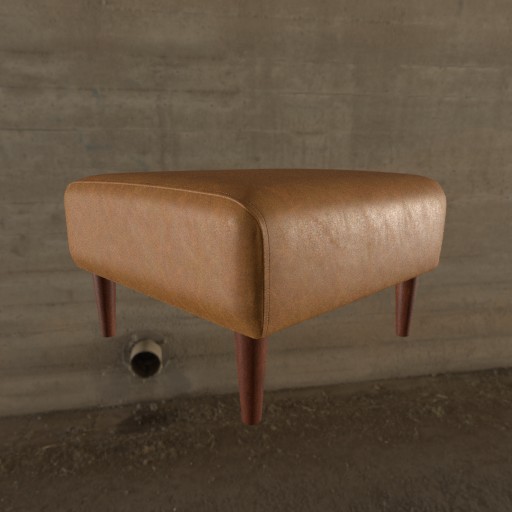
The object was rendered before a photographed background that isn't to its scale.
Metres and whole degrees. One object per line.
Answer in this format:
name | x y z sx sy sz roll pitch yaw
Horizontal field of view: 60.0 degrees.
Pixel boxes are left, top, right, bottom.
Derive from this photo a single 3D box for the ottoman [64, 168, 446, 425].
ottoman | 0.000 0.000 1.050 0.650 0.399 0.650 -12 17 -43
